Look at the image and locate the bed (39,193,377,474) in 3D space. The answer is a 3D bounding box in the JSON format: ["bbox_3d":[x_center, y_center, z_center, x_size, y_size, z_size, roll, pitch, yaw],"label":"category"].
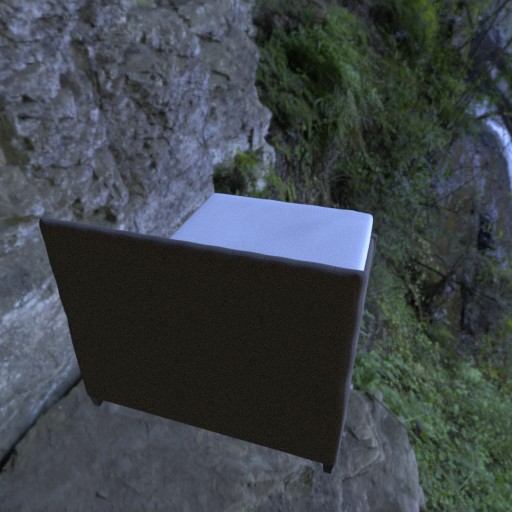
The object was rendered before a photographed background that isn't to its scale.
[{"bbox_3d":[0.000,0.000,3.329,1.696,1.426,2.233,10,33,15],"label":"bed"}]
